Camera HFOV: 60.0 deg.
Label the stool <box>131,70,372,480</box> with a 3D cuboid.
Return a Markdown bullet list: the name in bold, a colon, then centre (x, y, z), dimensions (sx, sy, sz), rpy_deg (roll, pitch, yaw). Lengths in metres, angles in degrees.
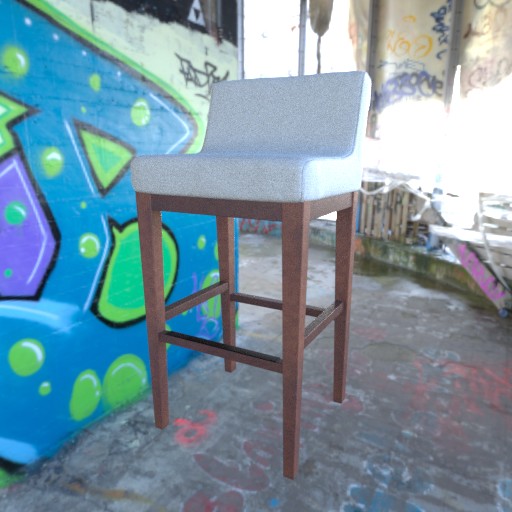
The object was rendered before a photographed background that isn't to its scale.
- **stool**: centre (0.000, 0.000, 1.307), dimensions (0.511, 1.037, 0.500), rpy_deg (8, 16, 28)
